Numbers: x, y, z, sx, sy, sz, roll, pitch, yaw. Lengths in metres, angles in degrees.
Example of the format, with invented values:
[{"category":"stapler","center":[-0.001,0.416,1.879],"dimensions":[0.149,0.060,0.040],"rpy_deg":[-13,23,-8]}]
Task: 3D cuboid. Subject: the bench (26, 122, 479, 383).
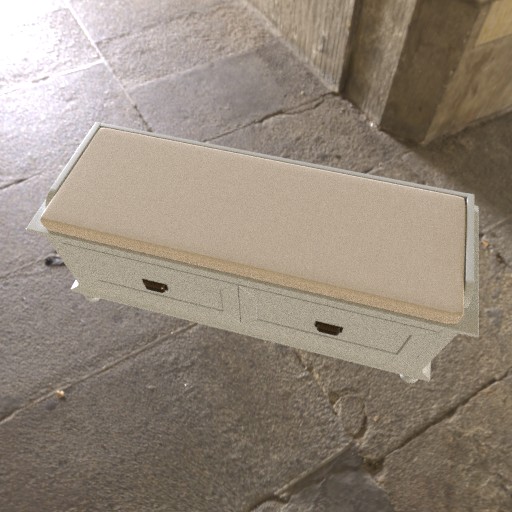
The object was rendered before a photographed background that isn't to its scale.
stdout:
[{"category":"bench","center":[0.000,0.000,1.385],"dimensions":[1.185,0.486,0.402],"rpy_deg":[13,58,8]}]
